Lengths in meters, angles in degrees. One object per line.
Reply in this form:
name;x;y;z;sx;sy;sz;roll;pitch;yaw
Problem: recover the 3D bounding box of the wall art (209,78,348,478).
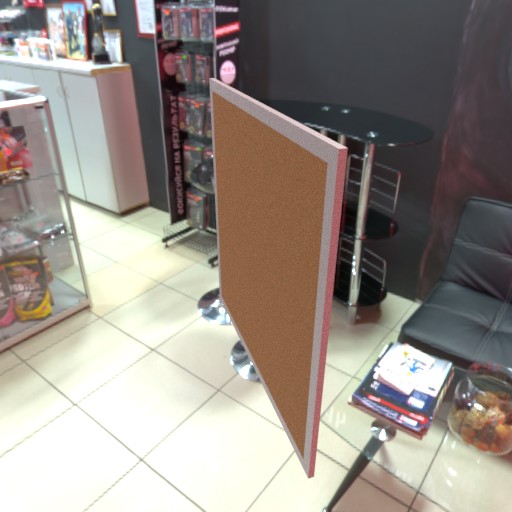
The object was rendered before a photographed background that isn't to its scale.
wall art;0.000;0.000;0.684;0.009;0.457;0.456;-10;31;-17
